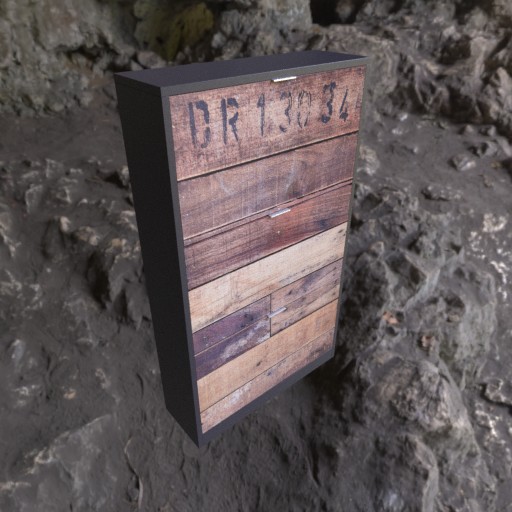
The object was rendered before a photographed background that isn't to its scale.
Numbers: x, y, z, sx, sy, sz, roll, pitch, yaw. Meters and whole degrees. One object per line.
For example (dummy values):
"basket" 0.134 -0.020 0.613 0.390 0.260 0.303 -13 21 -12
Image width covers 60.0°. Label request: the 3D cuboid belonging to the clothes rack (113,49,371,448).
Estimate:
"clothes rack" 0.000 0.000 1.597 0.750 1.280 0.250 -24 39 -33
